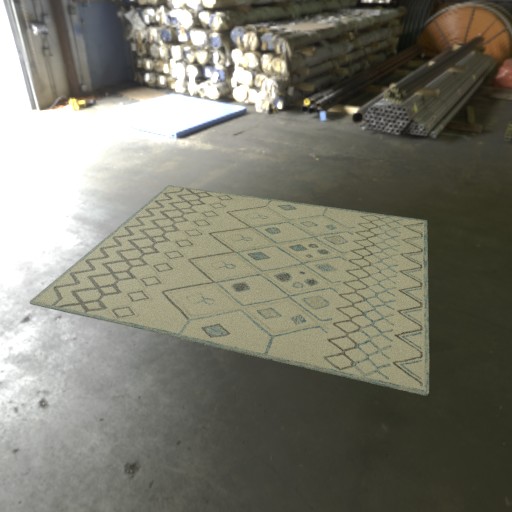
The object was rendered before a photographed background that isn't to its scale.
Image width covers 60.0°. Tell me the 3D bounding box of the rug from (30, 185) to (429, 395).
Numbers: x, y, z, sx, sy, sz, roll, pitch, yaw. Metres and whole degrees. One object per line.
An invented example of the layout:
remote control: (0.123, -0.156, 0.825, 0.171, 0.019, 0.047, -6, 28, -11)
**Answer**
rug: (0.000, 0.000, 4.142, 3.056, 0.013, 2.441, 10, 34, 15)
